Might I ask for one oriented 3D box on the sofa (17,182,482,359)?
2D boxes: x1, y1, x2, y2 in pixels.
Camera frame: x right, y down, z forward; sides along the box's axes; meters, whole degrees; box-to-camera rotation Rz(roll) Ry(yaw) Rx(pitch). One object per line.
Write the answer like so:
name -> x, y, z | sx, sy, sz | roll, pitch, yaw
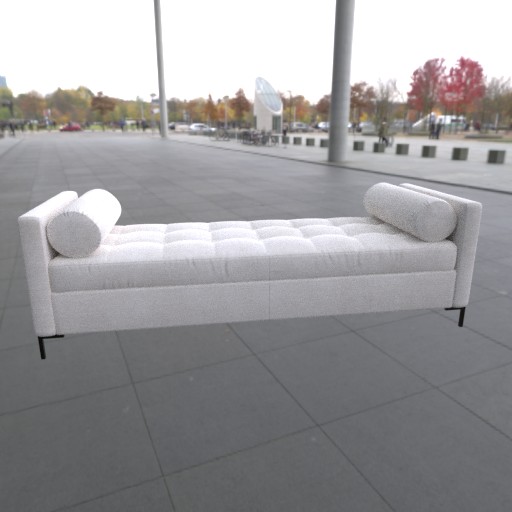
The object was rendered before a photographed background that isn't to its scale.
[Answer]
sofa -> 0.000, 0.000, 2.259 | 1.981, 0.635, 0.686 | -3, 17, -9
